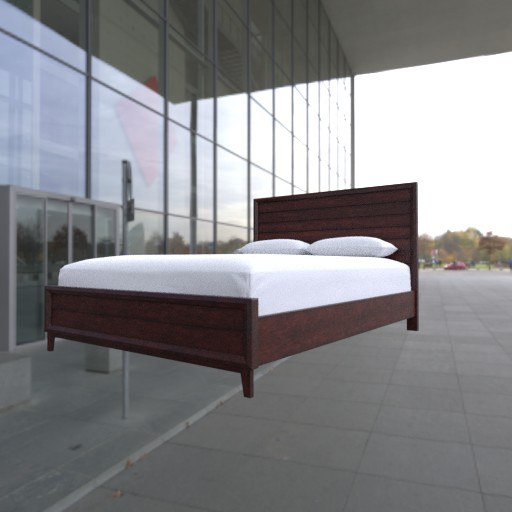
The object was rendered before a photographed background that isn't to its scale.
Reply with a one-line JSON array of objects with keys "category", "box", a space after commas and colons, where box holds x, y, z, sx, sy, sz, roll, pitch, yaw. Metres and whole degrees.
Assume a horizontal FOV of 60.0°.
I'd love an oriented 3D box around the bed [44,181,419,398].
[{"category": "bed", "box": [0.000, 0.000, 3.973, 2.040, 1.492, 2.803, -1, -1, 37]}]
